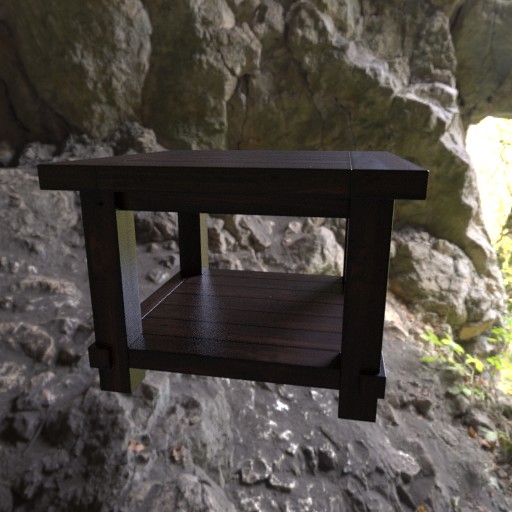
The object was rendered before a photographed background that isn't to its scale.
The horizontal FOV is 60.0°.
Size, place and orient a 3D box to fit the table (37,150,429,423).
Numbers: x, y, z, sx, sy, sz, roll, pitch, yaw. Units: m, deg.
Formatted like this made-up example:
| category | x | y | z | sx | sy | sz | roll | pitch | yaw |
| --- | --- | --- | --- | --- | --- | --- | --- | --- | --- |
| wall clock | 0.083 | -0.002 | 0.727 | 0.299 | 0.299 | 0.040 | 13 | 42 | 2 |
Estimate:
| category | x | y | z | sx | sy | sz | roll | pitch | yaw |
| --- | --- | --- | --- | --- | --- | --- | --- | --- | --- |
| table | 0.000 | 0.000 | 0.994 | 0.593 | 0.437 | 0.606 | 3 | 16 | 11 |
